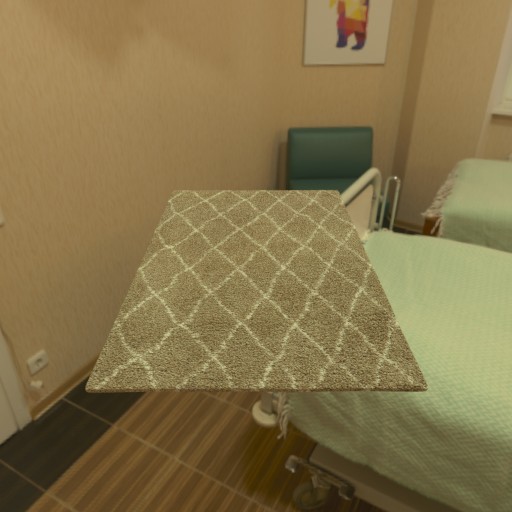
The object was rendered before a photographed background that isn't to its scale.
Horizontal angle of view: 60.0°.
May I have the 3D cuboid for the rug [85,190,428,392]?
[{"bbox_3d":[0.000,0.000,3.020,1.524,0.030,2.438,0,29,0],"label":"rug"}]
